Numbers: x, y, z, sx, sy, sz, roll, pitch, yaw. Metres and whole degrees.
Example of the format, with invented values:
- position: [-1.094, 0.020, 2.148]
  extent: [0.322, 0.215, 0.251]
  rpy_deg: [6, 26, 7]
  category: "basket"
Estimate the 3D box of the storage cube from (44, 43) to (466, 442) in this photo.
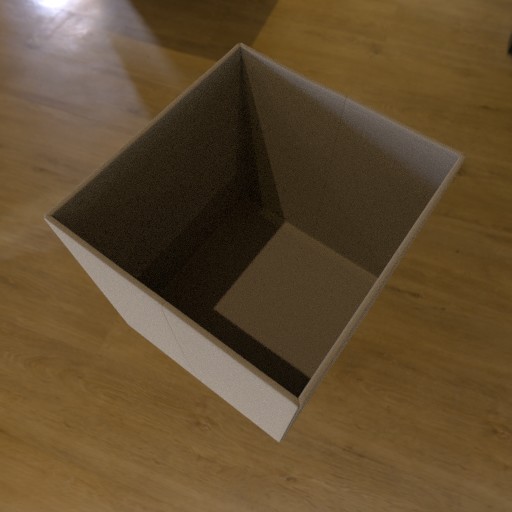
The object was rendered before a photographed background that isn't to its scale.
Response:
- position: [0.000, 0.000, 0.500]
  extent: [0.270, 0.280, 0.270]
  rpy_deg: [33, 67, 16]
  category: "storage cube"
